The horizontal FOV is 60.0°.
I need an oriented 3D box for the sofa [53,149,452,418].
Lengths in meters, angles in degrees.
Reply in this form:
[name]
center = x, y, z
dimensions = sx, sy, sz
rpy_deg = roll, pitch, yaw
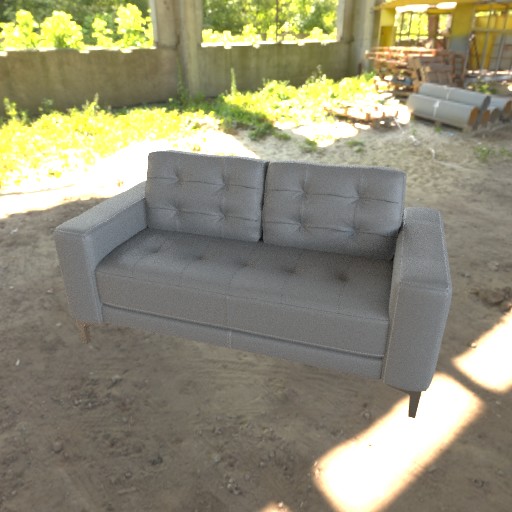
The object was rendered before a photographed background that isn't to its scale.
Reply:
[sofa]
center = 0.000, 0.000, 2.197
dimensions = 1.726, 0.892, 0.833
rpy_deg = 8, 28, 16
